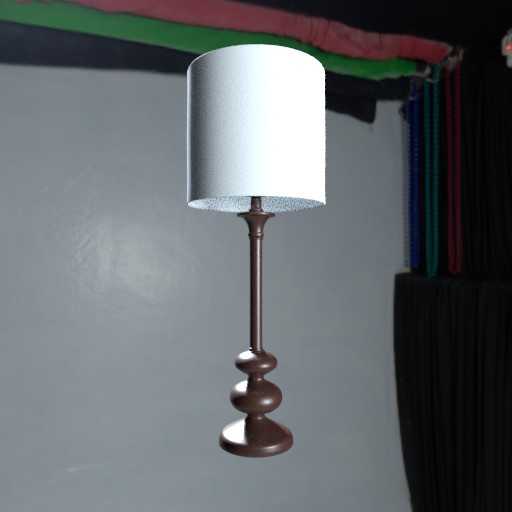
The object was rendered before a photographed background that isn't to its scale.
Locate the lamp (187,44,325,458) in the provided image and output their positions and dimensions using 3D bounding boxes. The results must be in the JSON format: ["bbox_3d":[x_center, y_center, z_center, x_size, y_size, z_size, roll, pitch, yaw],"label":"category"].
[{"bbox_3d":[0.000,0.000,0.823,0.254,0.690,0.254,0,0,-20],"label":"lamp"}]
